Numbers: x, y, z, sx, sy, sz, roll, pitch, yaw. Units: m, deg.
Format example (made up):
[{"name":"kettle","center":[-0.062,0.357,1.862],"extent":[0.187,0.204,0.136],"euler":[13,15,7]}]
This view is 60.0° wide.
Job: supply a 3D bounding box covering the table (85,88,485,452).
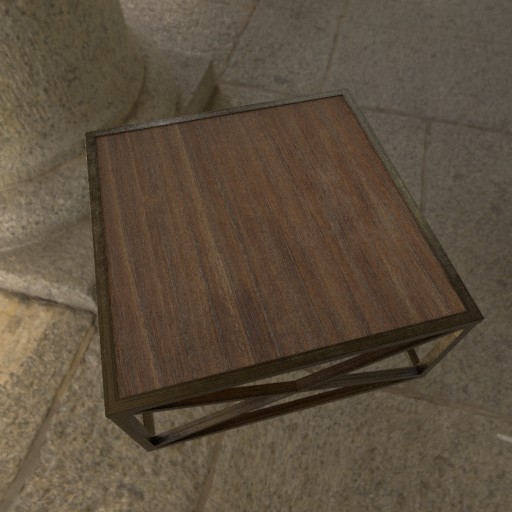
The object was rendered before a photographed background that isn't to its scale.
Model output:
[{"name":"table","center":[0.000,0.000,1.431],"extent":[0.899,0.451,0.909],"euler":[-12,58,-8]}]
